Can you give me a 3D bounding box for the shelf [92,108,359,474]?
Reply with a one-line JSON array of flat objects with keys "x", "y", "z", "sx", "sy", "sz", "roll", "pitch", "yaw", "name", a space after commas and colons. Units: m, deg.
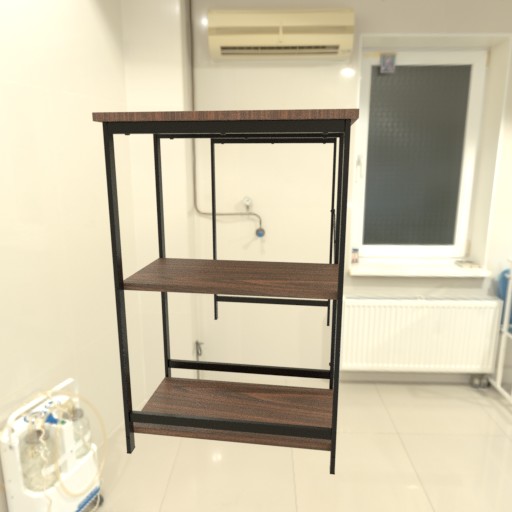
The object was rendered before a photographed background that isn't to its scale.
[{"x": 0.000, "y": 0.000, "z": 1.326, "sx": 0.498, "sy": 0.750, "sz": 0.902, "roll": 2, "pitch": 13, "yaw": 8, "name": "shelf"}]
